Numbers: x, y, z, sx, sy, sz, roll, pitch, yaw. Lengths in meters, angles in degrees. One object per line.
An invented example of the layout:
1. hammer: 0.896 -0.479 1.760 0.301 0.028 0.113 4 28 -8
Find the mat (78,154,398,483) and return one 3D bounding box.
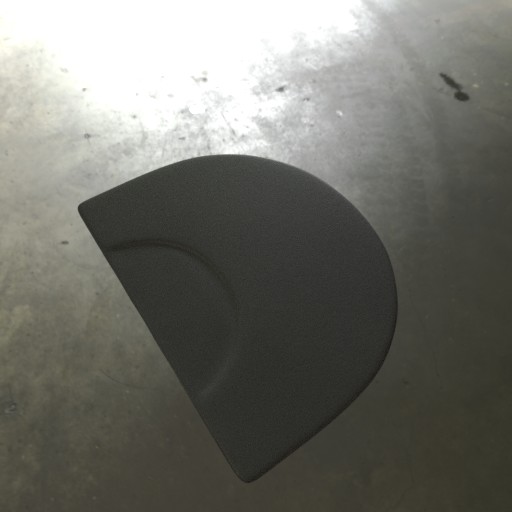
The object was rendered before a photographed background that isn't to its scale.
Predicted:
1. mat: 0.000 0.000 1.626 0.917 0.016 1.220 -30 61 -18
